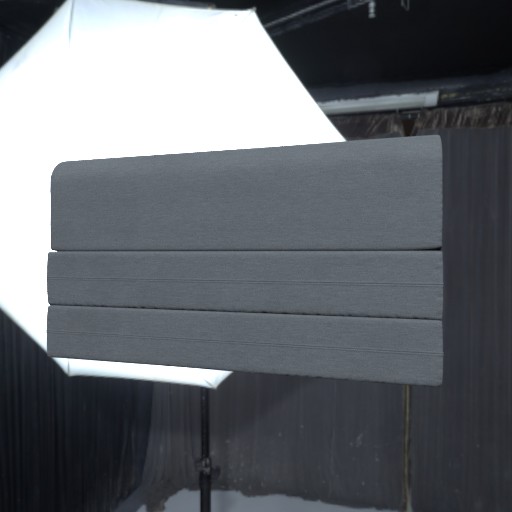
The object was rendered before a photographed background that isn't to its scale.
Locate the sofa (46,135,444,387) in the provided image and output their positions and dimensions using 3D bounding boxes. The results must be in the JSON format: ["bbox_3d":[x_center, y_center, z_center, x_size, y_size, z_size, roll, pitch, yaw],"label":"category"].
[{"bbox_3d":[0.000,0.000,1.655,1.225,0.670,0.762,0,0,16],"label":"sofa"}]
